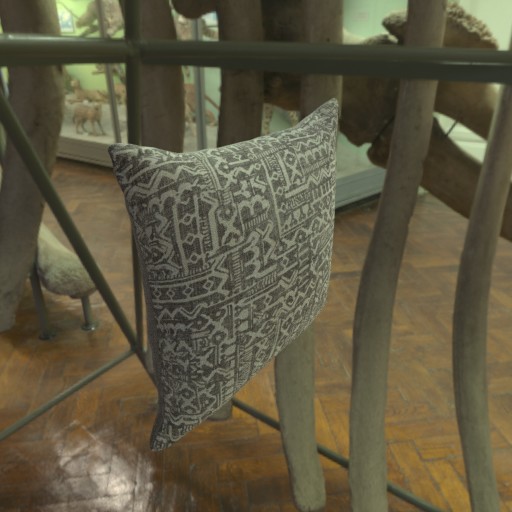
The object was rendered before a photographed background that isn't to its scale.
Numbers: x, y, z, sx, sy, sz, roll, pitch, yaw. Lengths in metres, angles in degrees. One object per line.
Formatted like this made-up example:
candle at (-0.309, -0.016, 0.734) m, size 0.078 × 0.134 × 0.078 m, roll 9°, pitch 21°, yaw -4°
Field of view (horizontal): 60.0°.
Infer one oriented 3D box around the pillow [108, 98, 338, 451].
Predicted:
pillow at (0.000, 0.000, 0.788) m, size 0.180 × 0.487 × 0.546 m, roll 18°, pitch 31°, yaw 33°
